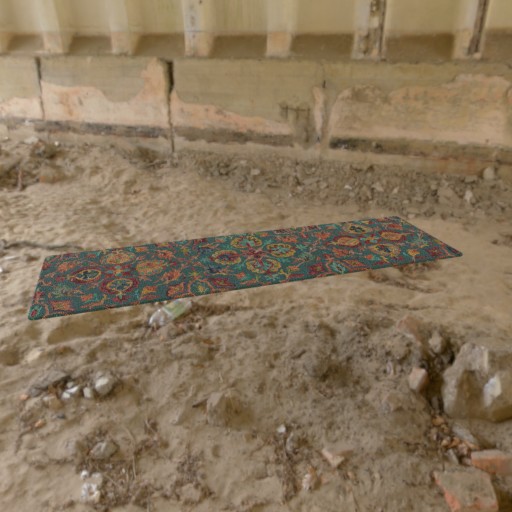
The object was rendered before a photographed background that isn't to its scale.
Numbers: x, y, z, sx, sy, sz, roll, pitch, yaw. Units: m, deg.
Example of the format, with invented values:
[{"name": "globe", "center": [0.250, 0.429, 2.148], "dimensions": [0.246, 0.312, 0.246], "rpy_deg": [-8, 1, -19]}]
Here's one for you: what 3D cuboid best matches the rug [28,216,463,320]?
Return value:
[{"name": "rug", "center": [0.000, 0.000, 2.518], "dimensions": [2.286, 0.013, 0.686], "rpy_deg": [-7, 26, -16]}]
